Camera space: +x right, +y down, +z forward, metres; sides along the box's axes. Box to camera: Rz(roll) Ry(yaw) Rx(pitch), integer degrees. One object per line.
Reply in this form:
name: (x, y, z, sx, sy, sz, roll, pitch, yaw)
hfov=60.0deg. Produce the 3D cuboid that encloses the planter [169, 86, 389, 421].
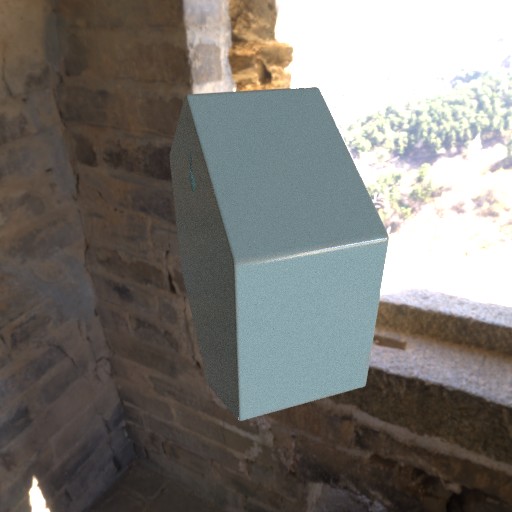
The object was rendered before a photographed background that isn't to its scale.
planter: (0.000, 0.000, 0.291, 0.078, 0.207, 0.169, -9, 31, -16)
